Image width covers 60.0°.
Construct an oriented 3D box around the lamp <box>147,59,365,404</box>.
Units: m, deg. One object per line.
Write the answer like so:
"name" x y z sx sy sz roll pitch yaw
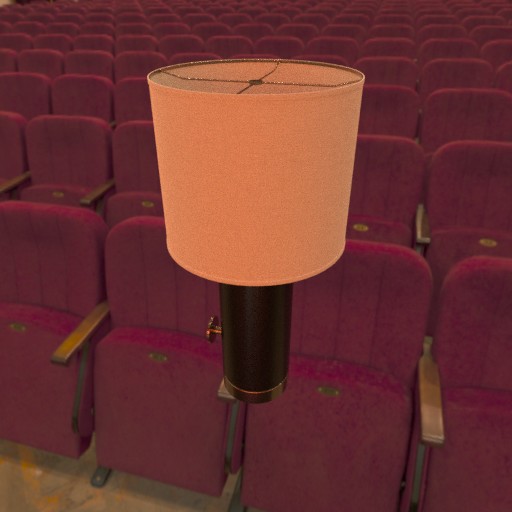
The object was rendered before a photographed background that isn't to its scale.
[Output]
"lamp" 0.000 0.000 0.624 0.240 0.482 0.241 8 32 13
